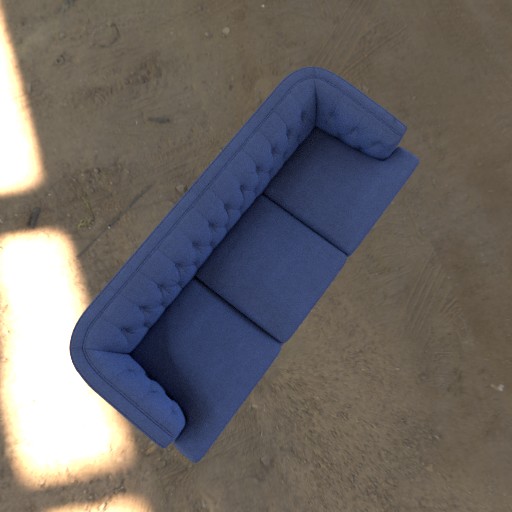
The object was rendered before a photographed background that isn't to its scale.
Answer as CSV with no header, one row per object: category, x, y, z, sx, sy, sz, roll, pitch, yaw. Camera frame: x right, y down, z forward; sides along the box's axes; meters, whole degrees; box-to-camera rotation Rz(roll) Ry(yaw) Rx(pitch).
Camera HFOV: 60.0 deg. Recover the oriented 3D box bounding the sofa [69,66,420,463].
sofa,0.000,0.000,2.679,0.914,0.787,2.235,37,79,8
